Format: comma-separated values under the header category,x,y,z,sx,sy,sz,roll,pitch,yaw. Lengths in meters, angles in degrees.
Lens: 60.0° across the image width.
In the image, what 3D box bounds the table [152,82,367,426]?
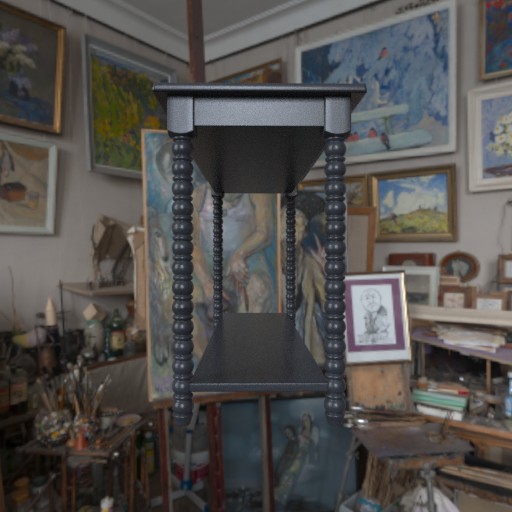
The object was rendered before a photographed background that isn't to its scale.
category,x,y,z,sx,sy,sz,roll,pitch,yaw
table,0.000,0.000,1.516,0.459,0.735,1.184,0,1,-1
